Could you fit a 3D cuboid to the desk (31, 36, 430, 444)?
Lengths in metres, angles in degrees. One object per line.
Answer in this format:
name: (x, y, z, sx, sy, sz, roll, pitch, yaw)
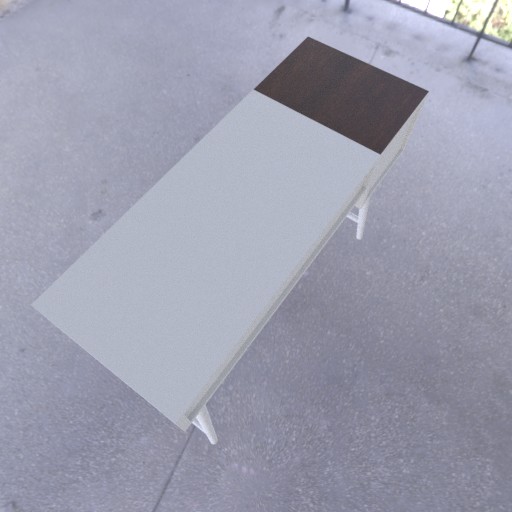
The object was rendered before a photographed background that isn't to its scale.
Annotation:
desk: (0.000, 0.000, 1.411, 0.409, 0.761, 1.069, 33, 67, 16)
